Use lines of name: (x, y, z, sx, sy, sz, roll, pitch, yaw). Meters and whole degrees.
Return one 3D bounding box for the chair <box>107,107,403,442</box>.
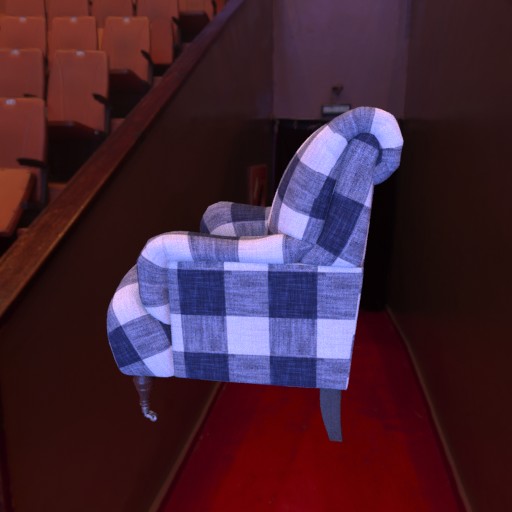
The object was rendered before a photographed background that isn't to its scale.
chair: (0.000, 0.000, 1.577, 0.848, 0.953, 0.781, 2, 14, 8)
